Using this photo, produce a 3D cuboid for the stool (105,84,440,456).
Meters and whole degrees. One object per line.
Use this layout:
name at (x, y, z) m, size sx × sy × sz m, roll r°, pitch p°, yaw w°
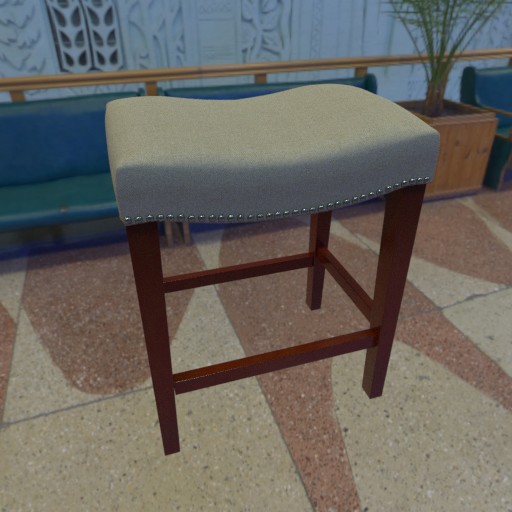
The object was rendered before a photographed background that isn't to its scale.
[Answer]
stool at (0.000, 0.000, 0.928) m, size 0.509 × 0.632 × 0.375 m, roll -10°, pitch 33°, yaw -15°
